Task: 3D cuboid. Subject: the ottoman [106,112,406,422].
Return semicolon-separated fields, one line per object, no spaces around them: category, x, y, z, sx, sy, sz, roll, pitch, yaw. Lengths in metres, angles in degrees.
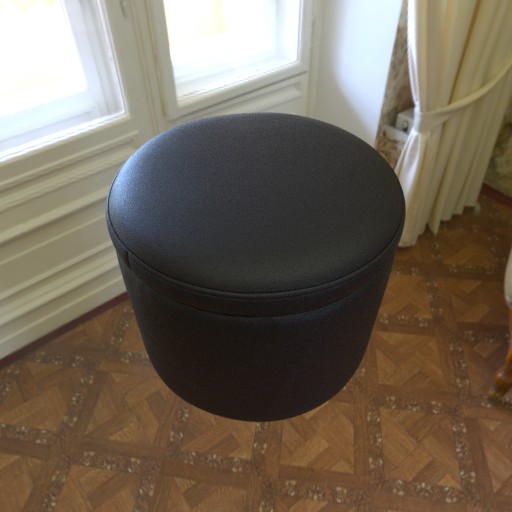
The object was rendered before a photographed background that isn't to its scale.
ottoman;0.000;0.000;0.869;0.501;0.409;0.501;0;45;0
